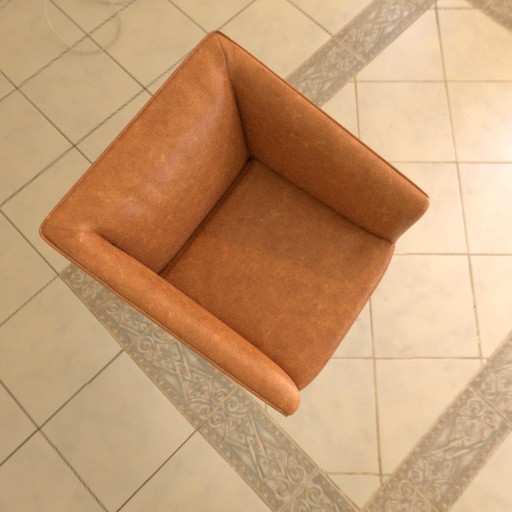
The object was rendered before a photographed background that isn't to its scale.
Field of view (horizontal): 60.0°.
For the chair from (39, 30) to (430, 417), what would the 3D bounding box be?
[{"bbox_3d":[0.000,0.000,1.214,0.625,0.760,0.588,34,78,9],"label":"chair"}]
